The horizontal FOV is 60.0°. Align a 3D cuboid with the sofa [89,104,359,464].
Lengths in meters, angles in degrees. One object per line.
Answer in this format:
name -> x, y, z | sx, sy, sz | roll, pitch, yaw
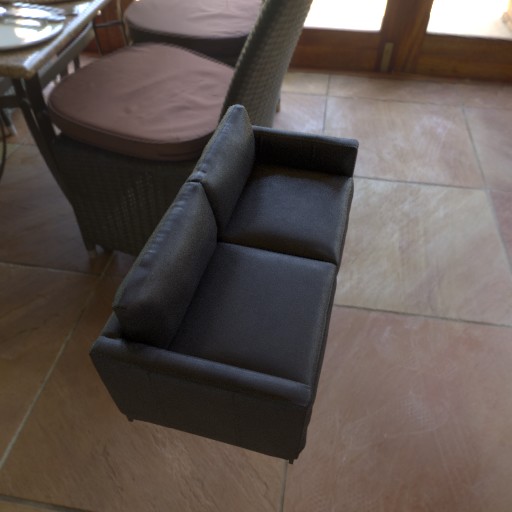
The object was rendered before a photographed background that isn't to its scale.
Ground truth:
sofa -> 0.000, 0.000, 2.362 | 0.947, 0.883, 1.805 | 9, 47, 9
